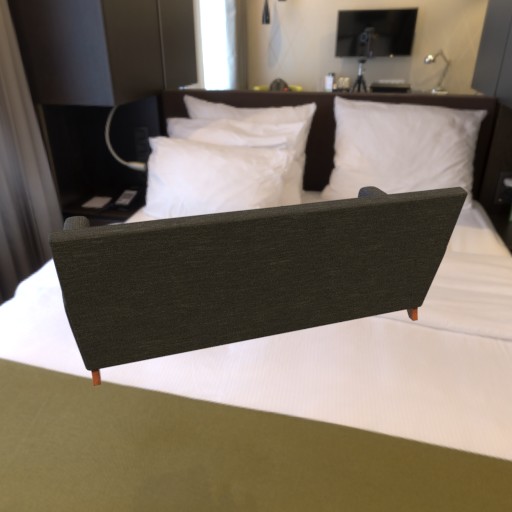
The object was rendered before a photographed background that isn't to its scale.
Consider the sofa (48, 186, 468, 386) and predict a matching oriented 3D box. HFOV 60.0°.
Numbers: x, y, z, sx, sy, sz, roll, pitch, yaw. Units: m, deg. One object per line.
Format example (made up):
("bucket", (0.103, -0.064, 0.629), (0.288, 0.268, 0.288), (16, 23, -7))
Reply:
("sofa", (0.000, 0.000, 2.457), (1.976, 0.846, 0.875), (-8, 27, -16))
